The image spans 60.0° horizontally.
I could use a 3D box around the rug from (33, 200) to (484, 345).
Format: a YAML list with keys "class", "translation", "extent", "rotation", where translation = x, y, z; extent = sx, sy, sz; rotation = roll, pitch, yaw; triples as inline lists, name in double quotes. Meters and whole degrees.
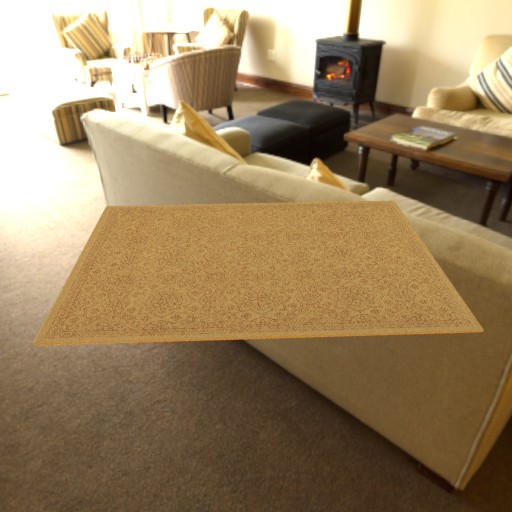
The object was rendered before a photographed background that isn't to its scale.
- class: "rug"
  translation: [0.000, 0.000, 2.300]
  extent: [1.829, 0.010, 1.219]
  rotation: [-1, 33, -2]
